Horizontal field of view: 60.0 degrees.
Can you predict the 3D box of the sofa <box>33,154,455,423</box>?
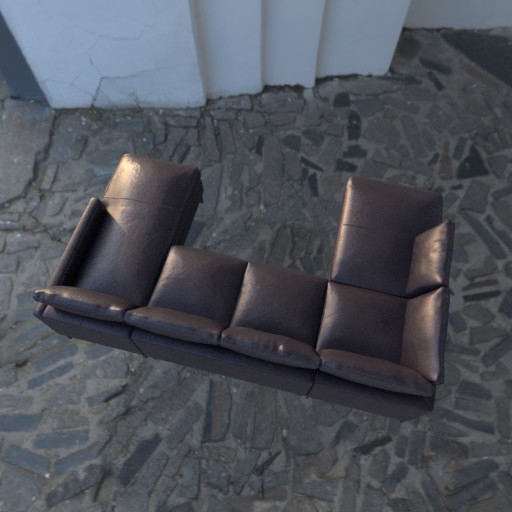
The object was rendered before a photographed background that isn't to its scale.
[{"bbox_3d":[0.000,0.000,3.708,2.956,0.900,1.939,12,64,6],"label":"sofa"}]
